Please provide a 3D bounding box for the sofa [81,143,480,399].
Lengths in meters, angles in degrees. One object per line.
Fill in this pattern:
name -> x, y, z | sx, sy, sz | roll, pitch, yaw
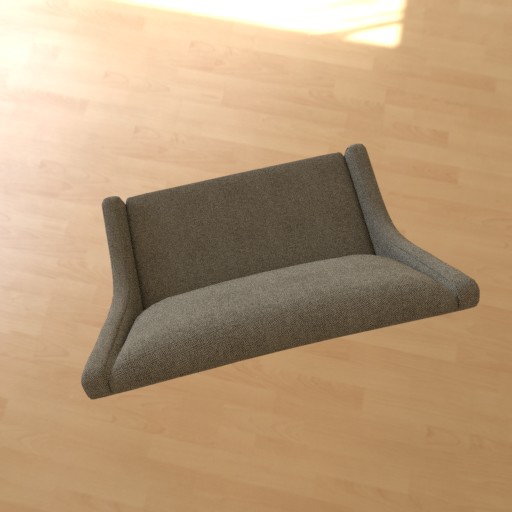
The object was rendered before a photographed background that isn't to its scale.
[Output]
sofa -> 0.000, 0.000, 1.883 | 1.242, 1.021, 0.870 | -13, 75, -3
